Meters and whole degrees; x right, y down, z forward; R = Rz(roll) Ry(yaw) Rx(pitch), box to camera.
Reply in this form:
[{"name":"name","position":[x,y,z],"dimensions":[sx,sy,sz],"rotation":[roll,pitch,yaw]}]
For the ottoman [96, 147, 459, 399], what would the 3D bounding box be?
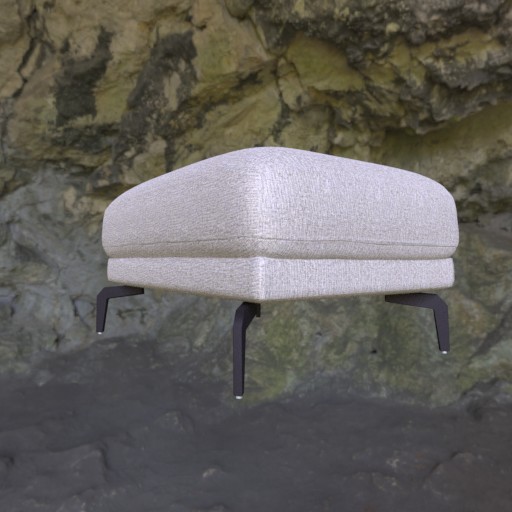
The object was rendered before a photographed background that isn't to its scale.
[{"name":"ottoman","position":[0.000,0.000,1.082],"dimensions":[0.568,0.420,0.772],"rotation":[0,-1,-36]}]
